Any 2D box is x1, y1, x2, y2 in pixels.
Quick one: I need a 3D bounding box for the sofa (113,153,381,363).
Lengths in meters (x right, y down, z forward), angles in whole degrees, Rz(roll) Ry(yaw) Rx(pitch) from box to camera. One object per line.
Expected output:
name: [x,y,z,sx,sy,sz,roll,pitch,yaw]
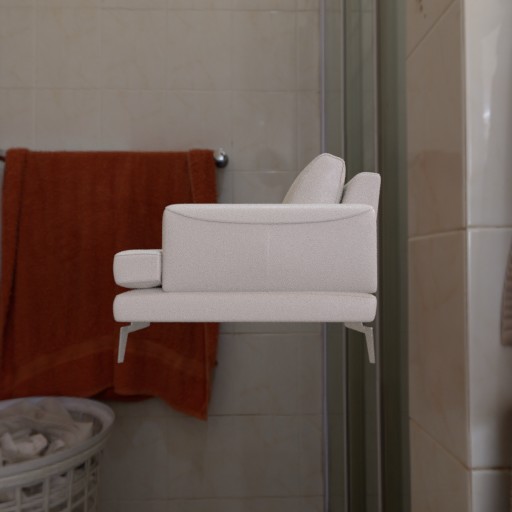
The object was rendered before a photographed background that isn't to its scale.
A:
sofa: [0.000,0.000,2.469,0.974,0.765,1.940,0,-1,1]
